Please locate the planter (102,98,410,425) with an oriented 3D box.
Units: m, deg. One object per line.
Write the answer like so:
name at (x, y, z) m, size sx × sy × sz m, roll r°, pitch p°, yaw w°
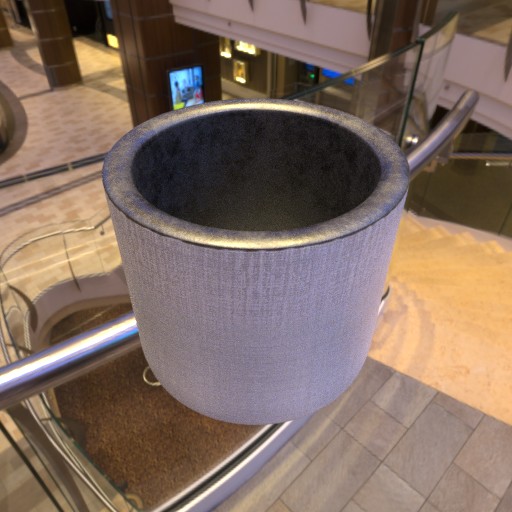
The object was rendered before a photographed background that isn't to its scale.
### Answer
planter at (0.000, 0.000, 0.218) m, size 0.125 × 0.112 × 0.125 m, roll 0°, pitch 40°, yaw 0°
